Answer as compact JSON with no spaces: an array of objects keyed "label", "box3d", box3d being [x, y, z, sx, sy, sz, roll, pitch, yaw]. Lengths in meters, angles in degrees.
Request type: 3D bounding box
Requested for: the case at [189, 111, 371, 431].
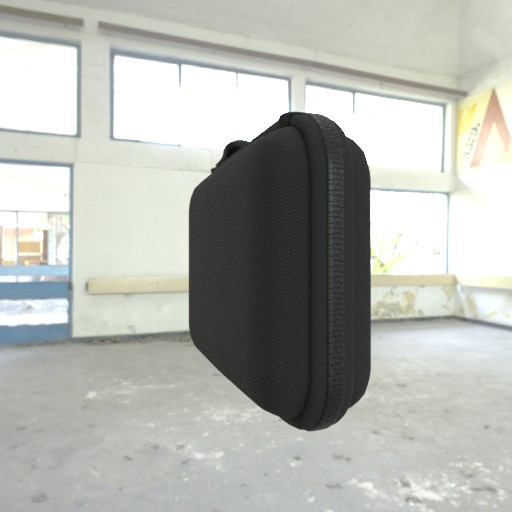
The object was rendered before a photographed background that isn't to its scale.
[{"label":"case","box3d":[0.000,0.000,0.181,0.038,0.105,0.132,0,0,-19]}]
